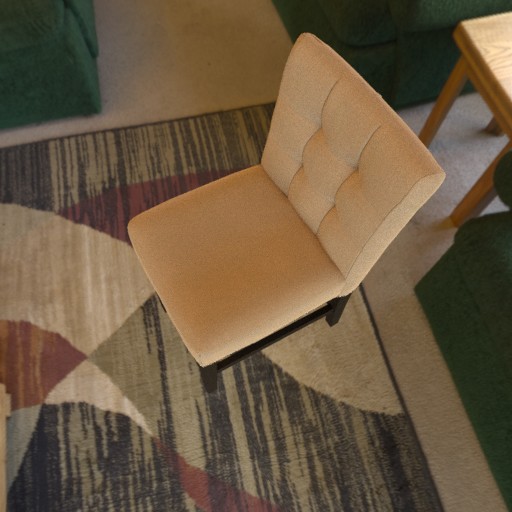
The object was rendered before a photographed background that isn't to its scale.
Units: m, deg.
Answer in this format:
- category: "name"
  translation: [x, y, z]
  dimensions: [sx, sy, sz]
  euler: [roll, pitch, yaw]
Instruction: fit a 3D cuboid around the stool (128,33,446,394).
- category: "stool"
  translation: [0.000, 0.000, 1.177]
  dimensions: [0.571, 0.885, 0.427]
  euler: [-29, 68, -13]
